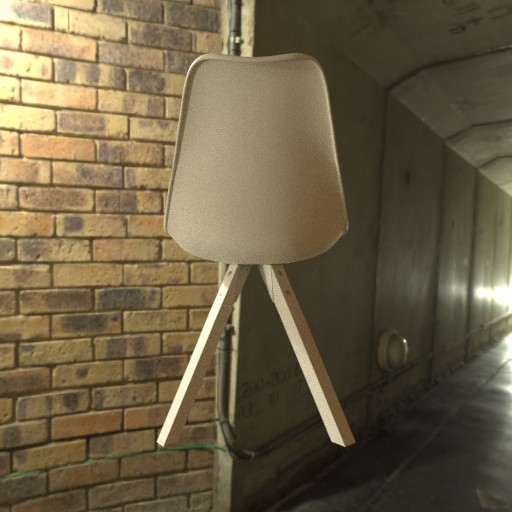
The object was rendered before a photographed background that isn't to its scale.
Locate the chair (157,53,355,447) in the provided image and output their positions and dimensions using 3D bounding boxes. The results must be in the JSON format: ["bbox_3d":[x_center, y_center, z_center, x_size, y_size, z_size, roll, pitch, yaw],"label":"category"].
[{"bbox_3d":[0.000,0.000,1.182,0.485,0.850,0.550,0,1,0],"label":"chair"}]
